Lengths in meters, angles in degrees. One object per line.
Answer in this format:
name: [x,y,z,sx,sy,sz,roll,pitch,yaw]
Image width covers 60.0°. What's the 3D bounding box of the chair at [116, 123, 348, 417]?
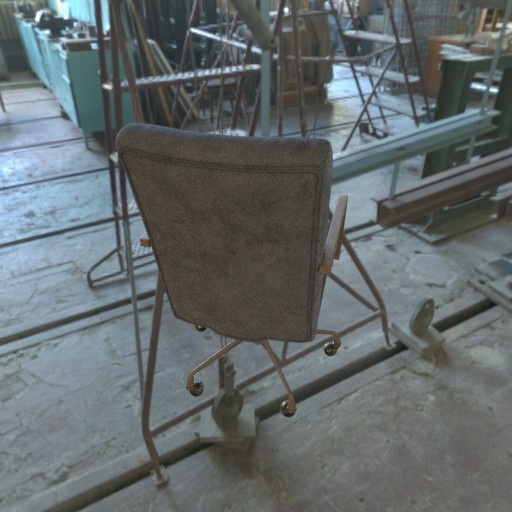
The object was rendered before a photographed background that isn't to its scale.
chair: [0.000,0.000,1.496,0.640,1.029,0.741,8,34,13]
